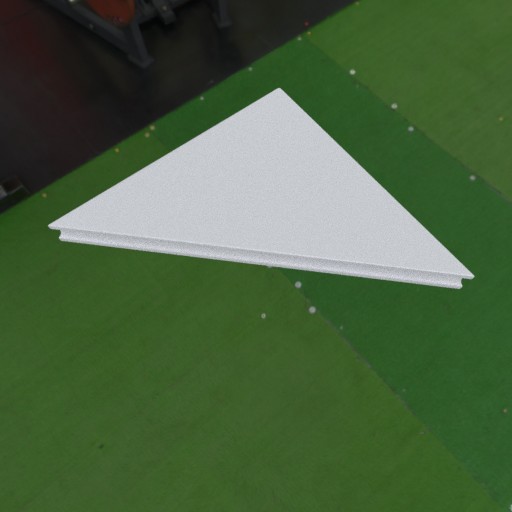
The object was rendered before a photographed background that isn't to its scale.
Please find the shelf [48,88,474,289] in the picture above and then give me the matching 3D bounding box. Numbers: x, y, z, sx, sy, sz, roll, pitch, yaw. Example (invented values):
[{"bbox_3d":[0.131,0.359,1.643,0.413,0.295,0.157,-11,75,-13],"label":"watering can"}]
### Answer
[{"bbox_3d":[0.000,0.000,0.443,0.296,0.035,0.296,-35,70,-15],"label":"shelf"}]
